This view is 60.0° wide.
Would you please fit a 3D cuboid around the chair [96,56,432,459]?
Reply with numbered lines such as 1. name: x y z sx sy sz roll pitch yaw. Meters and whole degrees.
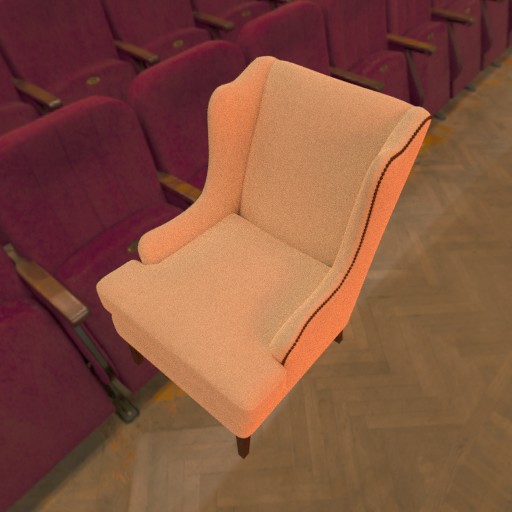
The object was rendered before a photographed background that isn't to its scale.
1. chair: 0.000 0.000 1.619 0.737 1.029 0.940 31 54 26
